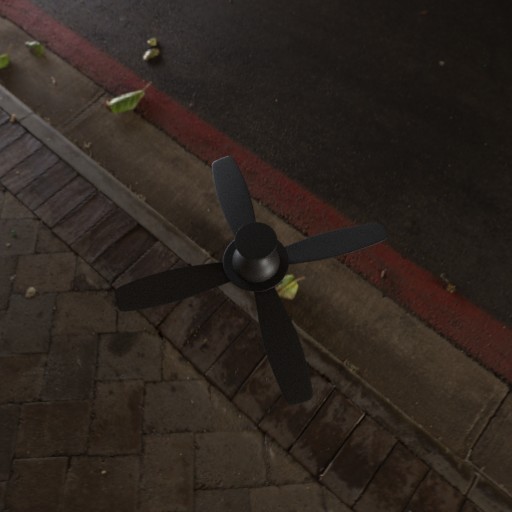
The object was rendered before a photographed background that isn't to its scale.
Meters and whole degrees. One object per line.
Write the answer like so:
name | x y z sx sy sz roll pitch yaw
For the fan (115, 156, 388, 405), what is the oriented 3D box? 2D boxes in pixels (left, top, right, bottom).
fan | 0.000 0.000 2.595 1.694 0.382 1.694 -15 63 -7
